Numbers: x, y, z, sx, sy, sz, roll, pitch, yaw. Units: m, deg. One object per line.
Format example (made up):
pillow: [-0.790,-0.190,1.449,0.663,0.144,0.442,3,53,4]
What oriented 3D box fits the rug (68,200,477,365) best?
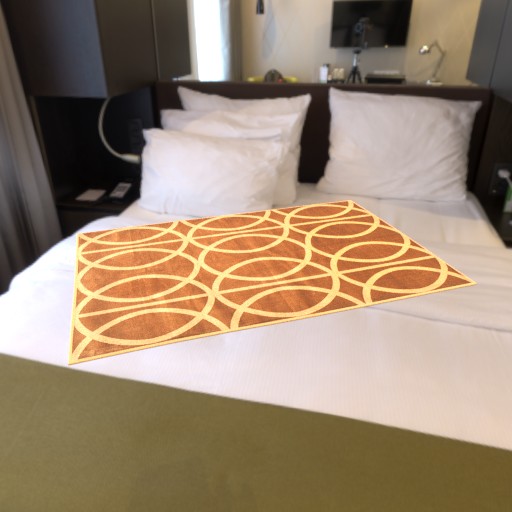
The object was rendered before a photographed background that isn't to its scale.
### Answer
rug: [0.000,0.000,2.958,2.290,0.014,1.526,-9,28,-16]
